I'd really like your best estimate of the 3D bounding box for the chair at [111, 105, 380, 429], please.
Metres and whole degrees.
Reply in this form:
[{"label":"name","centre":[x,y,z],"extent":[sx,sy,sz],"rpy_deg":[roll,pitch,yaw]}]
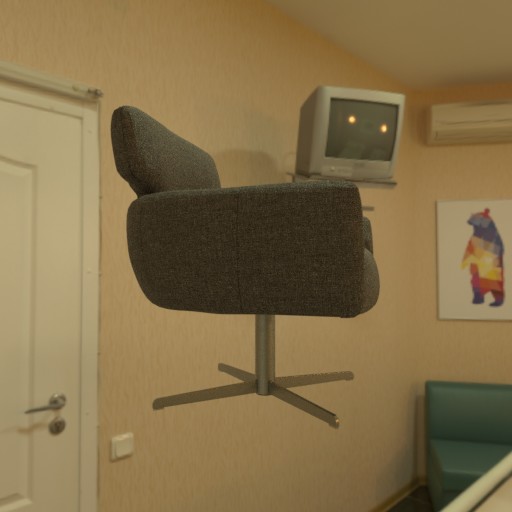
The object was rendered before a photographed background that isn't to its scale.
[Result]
[{"label":"chair","centre":[0.000,0.000,1.330],"extent":[0.715,0.812,0.706],"rpy_deg":[0,-2,16]}]
